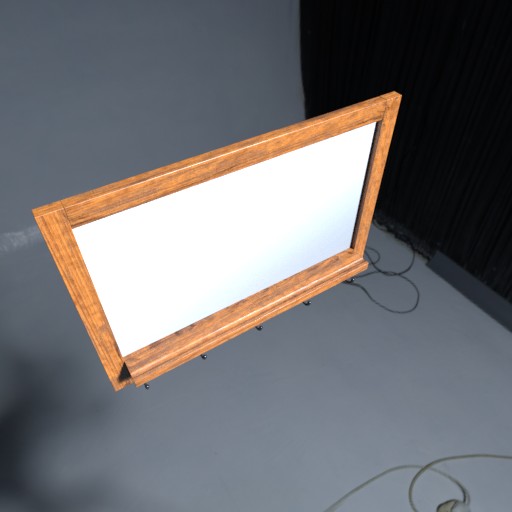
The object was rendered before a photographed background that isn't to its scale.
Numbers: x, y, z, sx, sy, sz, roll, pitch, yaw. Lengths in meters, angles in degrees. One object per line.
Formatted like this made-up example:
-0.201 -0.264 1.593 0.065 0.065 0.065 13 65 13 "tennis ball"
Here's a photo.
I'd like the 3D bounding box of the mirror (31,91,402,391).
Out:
0.000 0.000 0.983 0.758 0.537 0.084 -24 50 -22 "mirror"
